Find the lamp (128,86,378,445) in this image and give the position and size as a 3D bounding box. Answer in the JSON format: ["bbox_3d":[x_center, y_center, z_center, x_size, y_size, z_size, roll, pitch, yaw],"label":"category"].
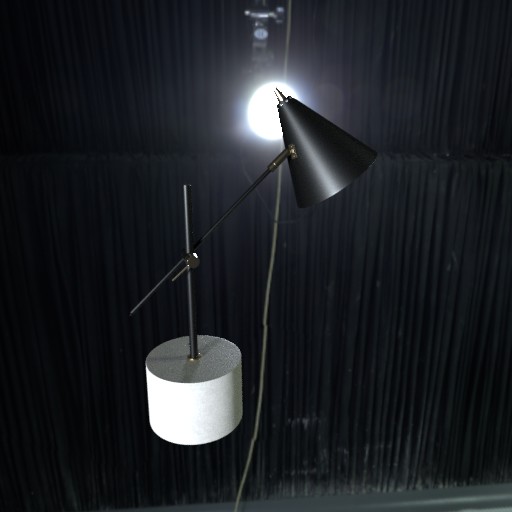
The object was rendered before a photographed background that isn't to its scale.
[{"bbox_3d":[0.000,0.000,0.711,0.403,0.518,0.214,-3,17,-10],"label":"lamp"}]
